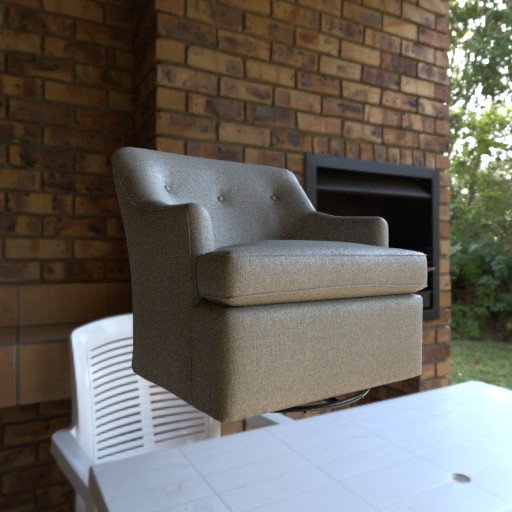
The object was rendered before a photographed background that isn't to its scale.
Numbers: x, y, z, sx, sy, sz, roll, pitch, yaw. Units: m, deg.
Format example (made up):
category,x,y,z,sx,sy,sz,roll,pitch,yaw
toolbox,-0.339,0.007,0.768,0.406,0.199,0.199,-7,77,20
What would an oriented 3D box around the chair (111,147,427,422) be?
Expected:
category,x,y,z,sx,sy,sz,roll,pitch,yaw
chair,0.000,0.000,1.605,0.864,0.856,0.923,0,0,-34
